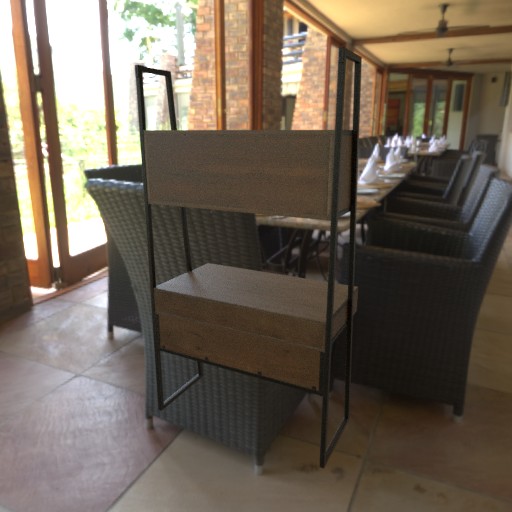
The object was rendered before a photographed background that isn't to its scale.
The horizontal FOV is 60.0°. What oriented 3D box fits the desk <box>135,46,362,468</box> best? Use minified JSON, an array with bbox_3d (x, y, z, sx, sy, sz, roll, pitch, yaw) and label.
[{"bbox_3d":[0.000,0.000,2.260,0.982,1.809,0.515,8,18,27],"label":"desk"}]
